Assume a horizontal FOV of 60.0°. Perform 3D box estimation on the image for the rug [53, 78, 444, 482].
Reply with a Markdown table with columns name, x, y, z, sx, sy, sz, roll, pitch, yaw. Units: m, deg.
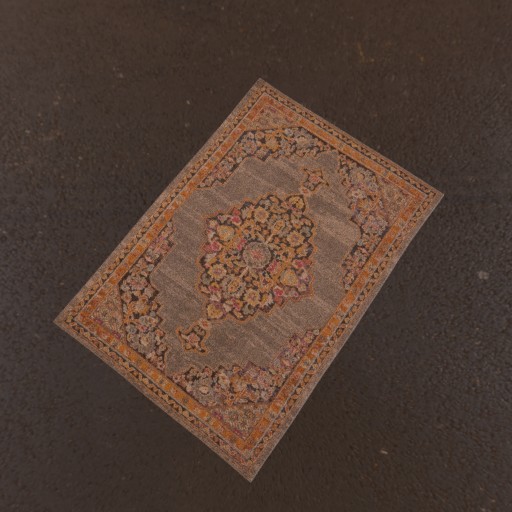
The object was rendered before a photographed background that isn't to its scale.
| name | x | y | z | sx | sy | sz | roll | pitch | yaw |
| --- | --- | --- | --- | --- | --- | --- | --- | --- | --- |
| rug | 0.000 | 0.000 | 3.798 | 2.043 | 0.026 | 2.901 | 35 | 78 | 9 |
